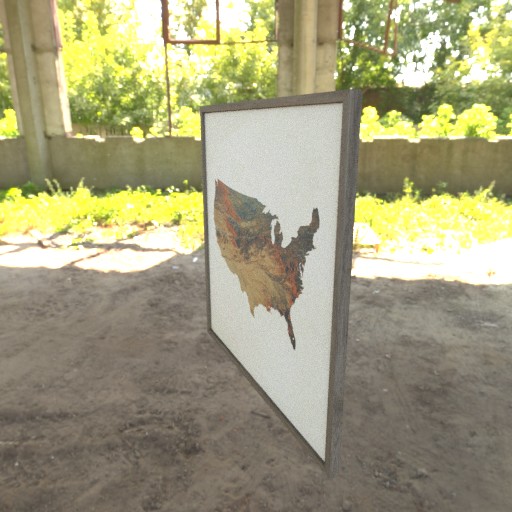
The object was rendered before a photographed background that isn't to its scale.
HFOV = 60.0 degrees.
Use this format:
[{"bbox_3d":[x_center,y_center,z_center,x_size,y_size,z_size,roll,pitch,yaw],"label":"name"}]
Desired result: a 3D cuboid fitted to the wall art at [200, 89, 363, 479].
[{"bbox_3d":[0.000,0.000,0.764,0.016,0.507,0.508,-8,18,-24],"label":"wall art"}]
